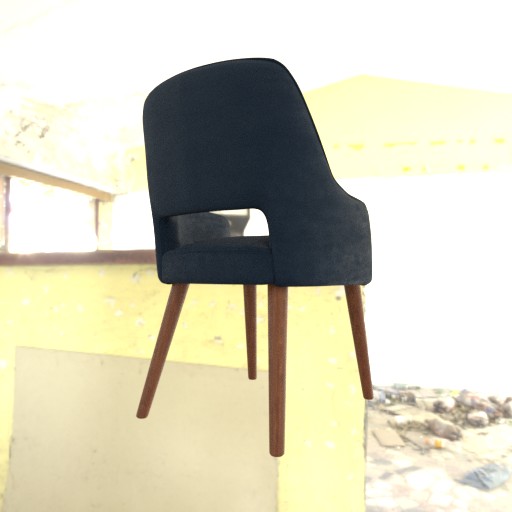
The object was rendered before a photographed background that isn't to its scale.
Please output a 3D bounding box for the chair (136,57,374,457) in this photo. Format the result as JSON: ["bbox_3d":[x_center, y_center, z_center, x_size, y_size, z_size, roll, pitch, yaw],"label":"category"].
[{"bbox_3d":[0.000,0.000,1.230,0.559,0.844,0.591,-2,-3,35],"label":"chair"}]
